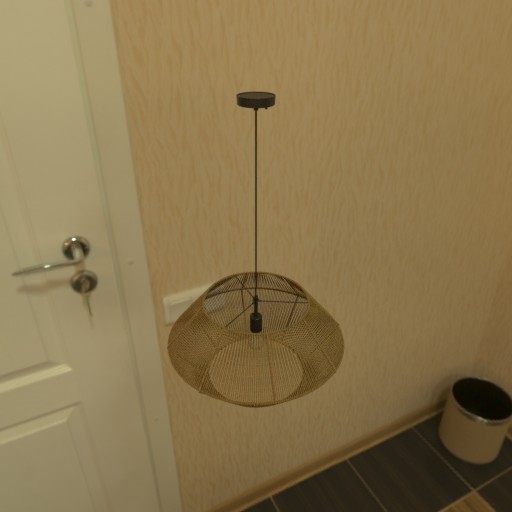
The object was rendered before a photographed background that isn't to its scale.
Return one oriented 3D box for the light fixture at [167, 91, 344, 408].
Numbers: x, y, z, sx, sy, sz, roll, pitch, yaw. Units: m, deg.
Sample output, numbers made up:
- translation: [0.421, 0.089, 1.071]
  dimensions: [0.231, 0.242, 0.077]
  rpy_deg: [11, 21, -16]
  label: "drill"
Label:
- translation: [0.000, 0.000, 1.456]
  dimensions: [0.643, 1.009, 0.643]
  rpy_deg: [0, 30, 0]
  label: "light fixture"
